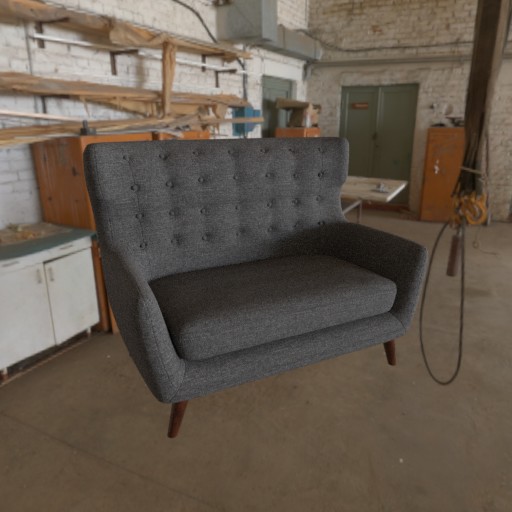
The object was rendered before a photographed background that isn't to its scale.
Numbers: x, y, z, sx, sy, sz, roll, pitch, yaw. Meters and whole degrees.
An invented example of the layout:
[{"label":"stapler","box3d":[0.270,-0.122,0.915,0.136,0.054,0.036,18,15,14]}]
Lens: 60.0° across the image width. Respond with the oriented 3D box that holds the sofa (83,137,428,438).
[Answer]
[{"label":"sofa","box3d":[0.000,0.000,2.058,1.358,1.028,0.874,-9,19,-26]}]
